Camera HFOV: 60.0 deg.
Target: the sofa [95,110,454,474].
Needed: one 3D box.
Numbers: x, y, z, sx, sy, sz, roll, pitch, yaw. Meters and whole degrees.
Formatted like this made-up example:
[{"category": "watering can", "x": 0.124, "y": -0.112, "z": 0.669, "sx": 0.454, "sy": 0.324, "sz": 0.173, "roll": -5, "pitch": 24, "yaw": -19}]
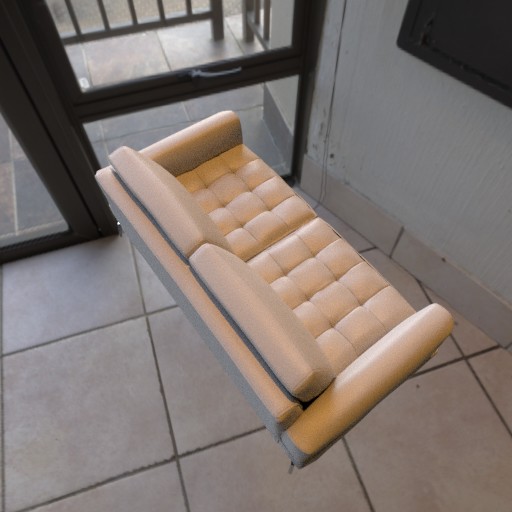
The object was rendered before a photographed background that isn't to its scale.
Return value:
[{"category": "sofa", "x": 0.000, "y": 0.000, "z": 2.728, "sx": 1.121, "sy": 0.930, "sz": 2.177, "roll": -32, "pitch": 63, "yaw": -19}]
